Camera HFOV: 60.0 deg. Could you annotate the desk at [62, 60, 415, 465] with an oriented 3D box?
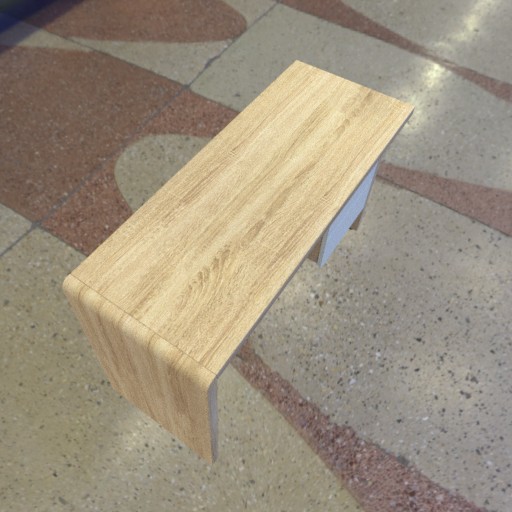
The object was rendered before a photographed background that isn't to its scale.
[{"bbox_3d":[0.000,0.000,1.687,0.500,0.750,1.300,30,62,18],"label":"desk"}]
